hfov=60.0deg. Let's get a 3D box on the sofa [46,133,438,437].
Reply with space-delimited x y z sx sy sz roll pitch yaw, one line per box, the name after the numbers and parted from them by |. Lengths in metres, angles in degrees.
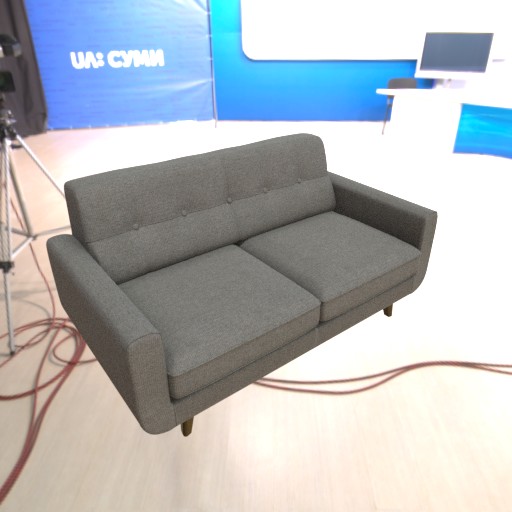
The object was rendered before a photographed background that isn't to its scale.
0.000 0.000 2.113 1.631 0.841 0.909 -21 35 -32 | sofa
